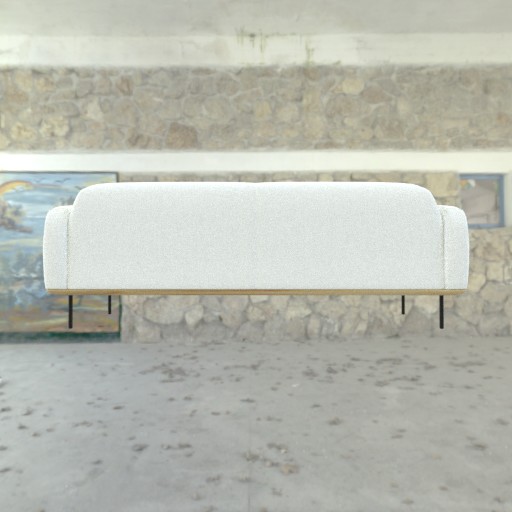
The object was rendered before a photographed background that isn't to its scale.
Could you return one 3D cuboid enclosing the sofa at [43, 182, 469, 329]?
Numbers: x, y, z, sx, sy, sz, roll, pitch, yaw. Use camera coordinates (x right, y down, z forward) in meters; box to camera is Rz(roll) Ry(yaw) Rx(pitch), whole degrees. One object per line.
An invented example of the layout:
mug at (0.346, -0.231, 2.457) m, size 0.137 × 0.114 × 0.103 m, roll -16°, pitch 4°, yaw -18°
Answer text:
sofa at (0.000, 0.000, 2.676) m, size 2.280 × 0.780 × 0.870 m, roll 0°, pitch -1°, yaw 0°
